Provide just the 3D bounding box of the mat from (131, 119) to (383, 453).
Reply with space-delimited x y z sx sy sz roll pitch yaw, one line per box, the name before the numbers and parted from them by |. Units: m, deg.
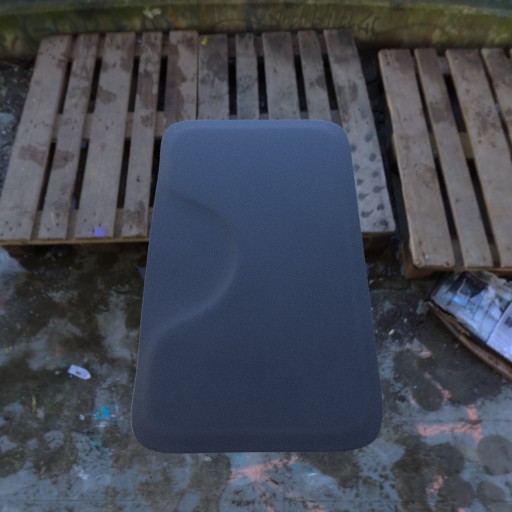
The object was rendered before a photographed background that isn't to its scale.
mat | 0.000 0.000 1.875 0.918 0.013 1.524 0 64 0
